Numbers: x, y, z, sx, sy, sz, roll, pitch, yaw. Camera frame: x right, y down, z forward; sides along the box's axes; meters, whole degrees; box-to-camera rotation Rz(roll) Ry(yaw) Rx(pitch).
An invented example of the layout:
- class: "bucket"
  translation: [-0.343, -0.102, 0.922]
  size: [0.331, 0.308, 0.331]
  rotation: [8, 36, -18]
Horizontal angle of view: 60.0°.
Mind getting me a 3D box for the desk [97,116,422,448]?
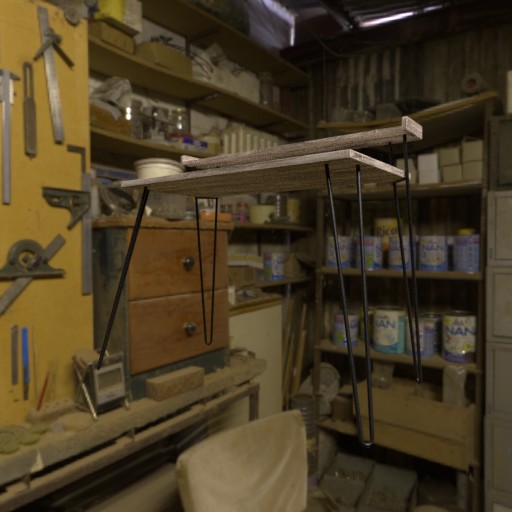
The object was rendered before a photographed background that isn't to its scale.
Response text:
- class: "desk"
  translation: [0.000, 0.000, 1.625]
  size: [1.135, 0.899, 0.605]
  rotation: [1, 2, 37]
